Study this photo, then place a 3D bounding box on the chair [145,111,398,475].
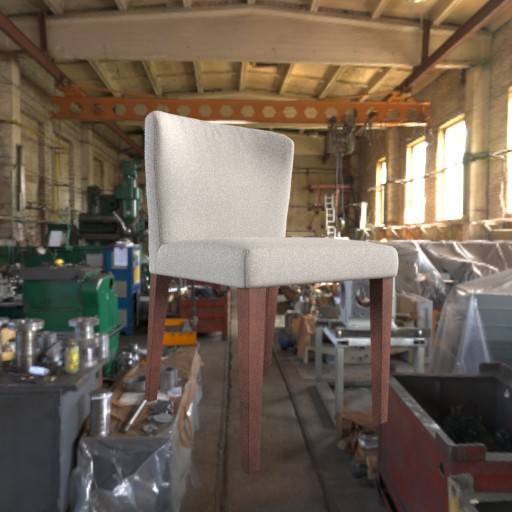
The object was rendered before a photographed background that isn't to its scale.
[{"bbox_3d":[0.000,0.000,1.203,0.491,0.839,0.592,-1,3,-36],"label":"chair"}]
